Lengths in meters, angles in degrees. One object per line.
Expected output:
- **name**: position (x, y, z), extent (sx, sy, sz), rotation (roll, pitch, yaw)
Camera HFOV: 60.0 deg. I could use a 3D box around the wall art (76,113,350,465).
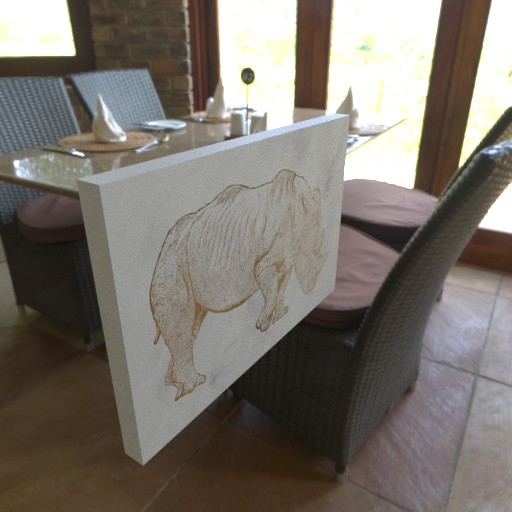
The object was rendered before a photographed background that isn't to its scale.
- **wall art**: position (0.000, 0.000, 0.772), extent (0.038, 0.407, 0.609), rotation (17, 30, 31)
